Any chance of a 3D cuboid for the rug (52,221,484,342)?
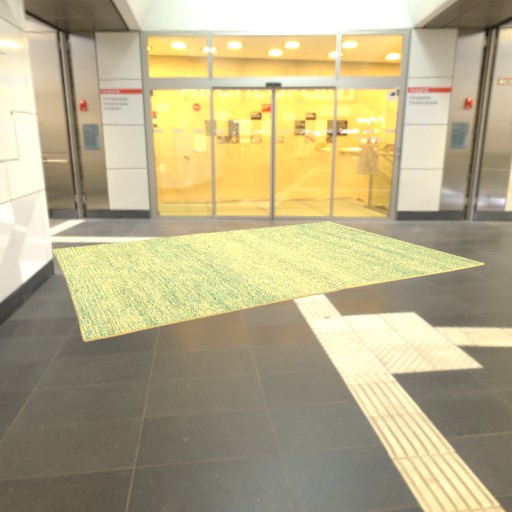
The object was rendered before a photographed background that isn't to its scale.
[{"bbox_3d":[0.000,0.000,2.849,2.305,0.029,1.593,-7,16,-26],"label":"rug"}]
